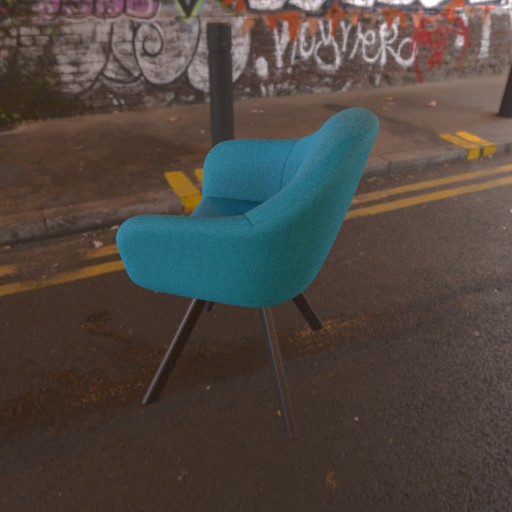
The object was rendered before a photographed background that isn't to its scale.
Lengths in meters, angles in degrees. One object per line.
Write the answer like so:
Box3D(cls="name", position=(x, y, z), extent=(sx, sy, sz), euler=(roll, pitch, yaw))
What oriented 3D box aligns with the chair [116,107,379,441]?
Box3D(cls="chair", position=(0.000, 0.000, 1.208), extent=(0.550, 0.795, 0.590), euler=(8, 32, 14))
